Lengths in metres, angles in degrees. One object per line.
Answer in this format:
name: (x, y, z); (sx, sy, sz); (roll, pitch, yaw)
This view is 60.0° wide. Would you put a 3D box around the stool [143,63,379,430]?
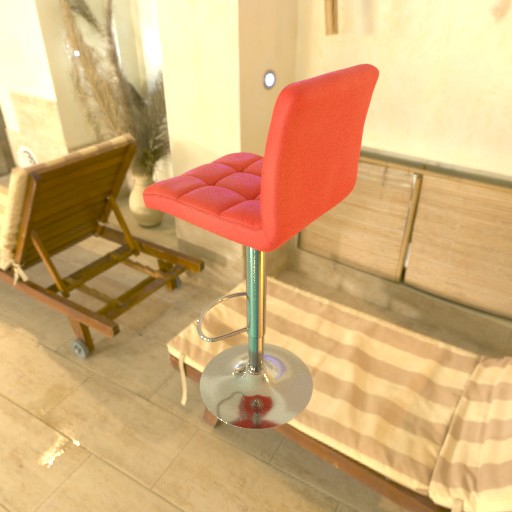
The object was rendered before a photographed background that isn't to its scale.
stool: (0.000, 0.000, 1.384); (0.505, 1.115, 0.430); (21, 37, 30)
